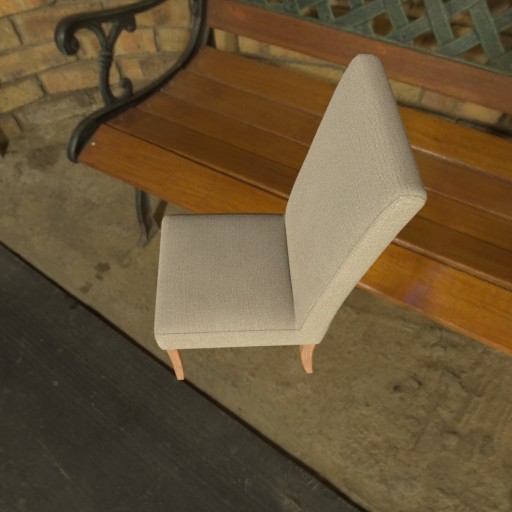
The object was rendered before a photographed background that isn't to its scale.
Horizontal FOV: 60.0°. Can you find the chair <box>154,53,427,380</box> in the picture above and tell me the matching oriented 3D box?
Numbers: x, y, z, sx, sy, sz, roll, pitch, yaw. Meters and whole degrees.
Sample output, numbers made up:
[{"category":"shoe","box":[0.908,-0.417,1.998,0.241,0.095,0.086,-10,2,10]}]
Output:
[{"category":"chair","box":[0.000,0.000,1.325,0.611,1.033,0.450,-3,58,-2]}]
